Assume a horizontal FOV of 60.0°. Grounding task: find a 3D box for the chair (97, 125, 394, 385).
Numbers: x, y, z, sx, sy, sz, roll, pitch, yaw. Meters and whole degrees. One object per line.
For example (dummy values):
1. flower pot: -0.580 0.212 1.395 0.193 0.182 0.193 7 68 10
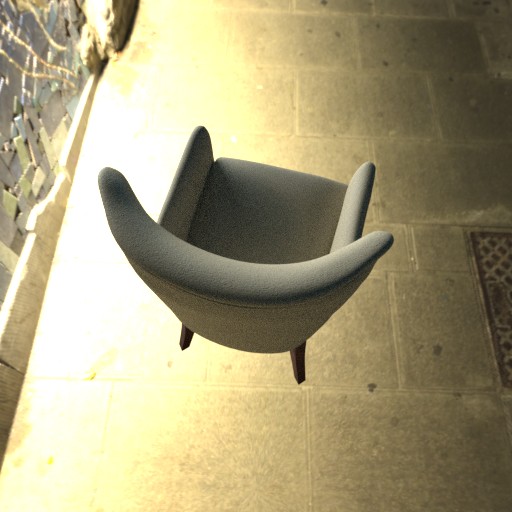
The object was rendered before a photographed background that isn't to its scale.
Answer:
1. chair: 0.000 0.000 1.413 0.660 0.952 0.686 14 63 7
